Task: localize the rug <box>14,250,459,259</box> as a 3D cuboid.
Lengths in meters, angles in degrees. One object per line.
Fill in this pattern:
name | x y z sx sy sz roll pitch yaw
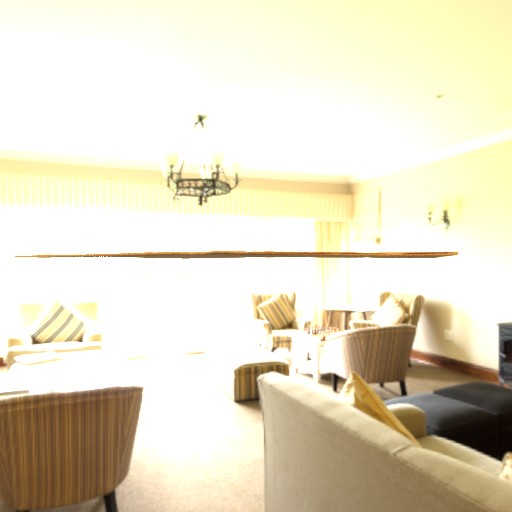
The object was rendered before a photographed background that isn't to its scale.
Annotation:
rug | 0.000 0.000 4.093 3.202 0.045 2.434 0 -1 19
